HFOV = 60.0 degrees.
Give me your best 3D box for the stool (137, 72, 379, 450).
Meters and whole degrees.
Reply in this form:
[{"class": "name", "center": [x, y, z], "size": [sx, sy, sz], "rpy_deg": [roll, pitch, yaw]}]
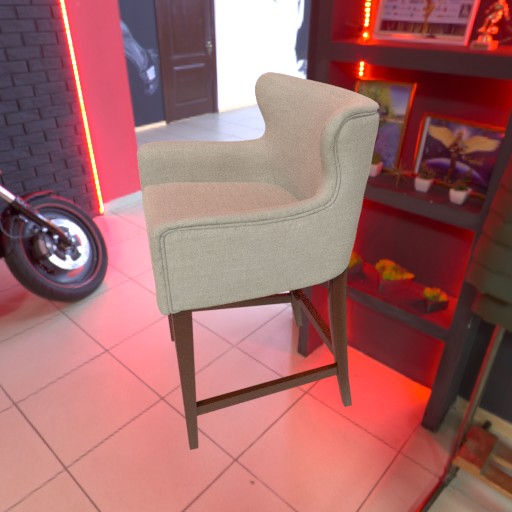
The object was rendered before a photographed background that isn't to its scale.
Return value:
[{"class": "stool", "center": [0.000, 0.000, 1.382], "size": [0.637, 0.987, 0.615], "rpy_deg": [-8, 31, -13]}]
